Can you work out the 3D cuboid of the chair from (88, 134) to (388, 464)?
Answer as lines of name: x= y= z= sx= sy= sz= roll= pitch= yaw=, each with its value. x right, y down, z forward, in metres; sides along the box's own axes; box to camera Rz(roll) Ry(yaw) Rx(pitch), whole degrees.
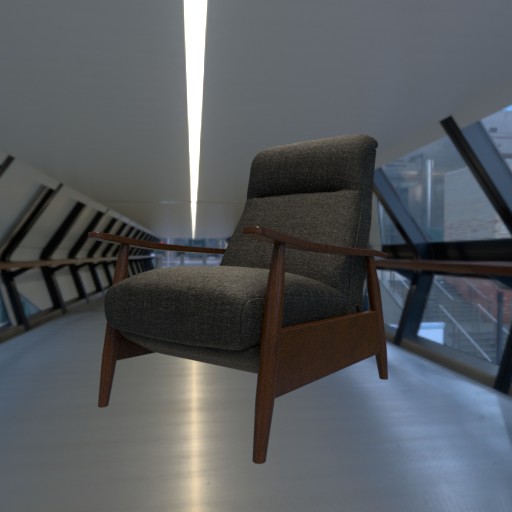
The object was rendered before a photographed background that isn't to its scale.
chair: x=0.000 y=0.000 z=1.765 sx=0.762 sy=1.082 sz=1.014 roll=1 pitch=1 yaw=36
